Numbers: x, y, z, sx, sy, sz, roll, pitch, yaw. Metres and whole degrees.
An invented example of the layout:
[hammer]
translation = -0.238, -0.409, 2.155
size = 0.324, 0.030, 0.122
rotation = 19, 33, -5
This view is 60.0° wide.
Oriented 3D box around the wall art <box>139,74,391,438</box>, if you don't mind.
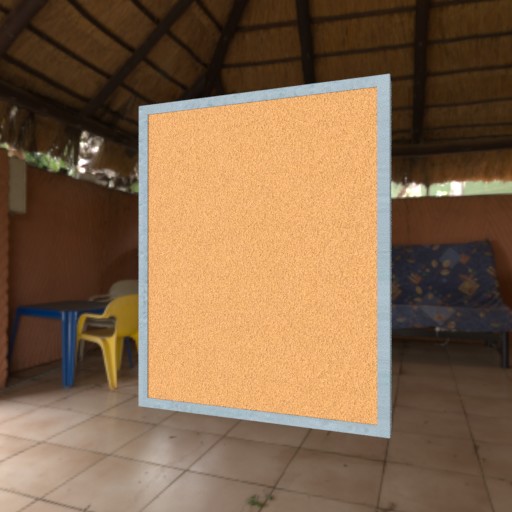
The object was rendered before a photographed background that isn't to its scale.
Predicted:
[wall art]
translation = 0.000, 0.000, 0.702
size = 0.409, 0.509, 0.037
rotation = 0, 0, 19
